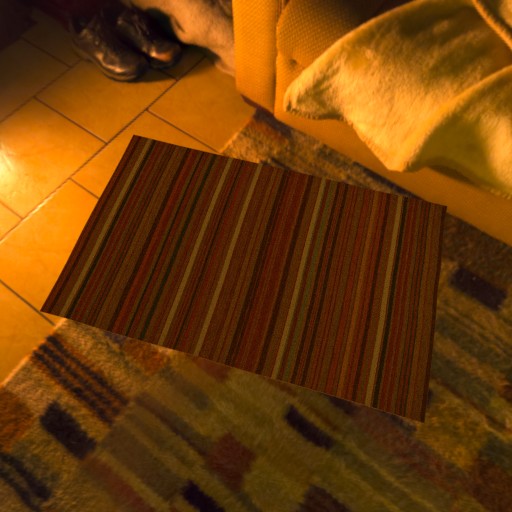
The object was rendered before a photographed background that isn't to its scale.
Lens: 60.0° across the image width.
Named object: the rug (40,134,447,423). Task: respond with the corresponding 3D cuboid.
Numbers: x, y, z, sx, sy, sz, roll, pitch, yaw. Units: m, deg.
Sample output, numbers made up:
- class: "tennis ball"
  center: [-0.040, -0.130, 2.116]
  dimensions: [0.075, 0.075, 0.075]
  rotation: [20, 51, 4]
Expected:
- class: "rug"
  center: [0.000, 0.000, 3.003]
  dimensions: [2.438, 0.008, 1.523]
  rotation: [14, 64, 7]
